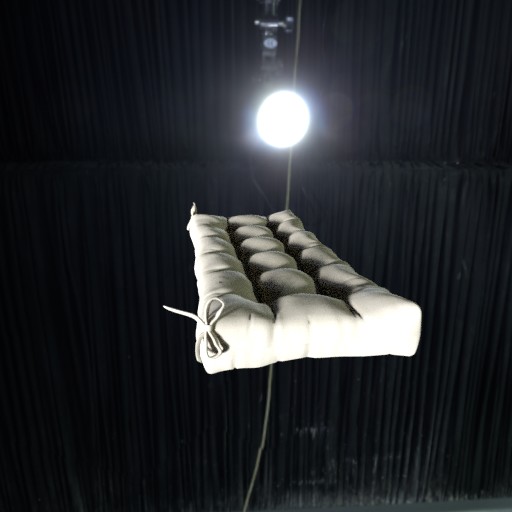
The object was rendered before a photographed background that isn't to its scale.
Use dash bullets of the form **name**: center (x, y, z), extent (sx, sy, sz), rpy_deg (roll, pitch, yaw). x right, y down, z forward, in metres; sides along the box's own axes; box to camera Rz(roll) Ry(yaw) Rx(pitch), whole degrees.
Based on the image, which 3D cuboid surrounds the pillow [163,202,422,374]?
- **pillow**: center (0.000, 0.000, 1.374), extent (0.511, 0.174, 1.194), rpy_deg (-2, 16, -9)
